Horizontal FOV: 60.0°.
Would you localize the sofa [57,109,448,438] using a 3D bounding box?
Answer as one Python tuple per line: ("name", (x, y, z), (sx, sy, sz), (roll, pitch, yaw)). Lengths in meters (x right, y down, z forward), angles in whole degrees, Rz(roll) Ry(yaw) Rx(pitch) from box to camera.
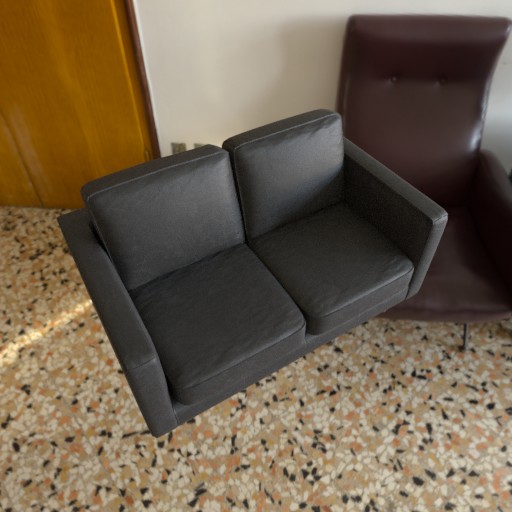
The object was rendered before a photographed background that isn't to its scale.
("sofa", (0.000, 0.000, 2.016), (1.430, 0.899, 0.879), (-24, 51, -21))
